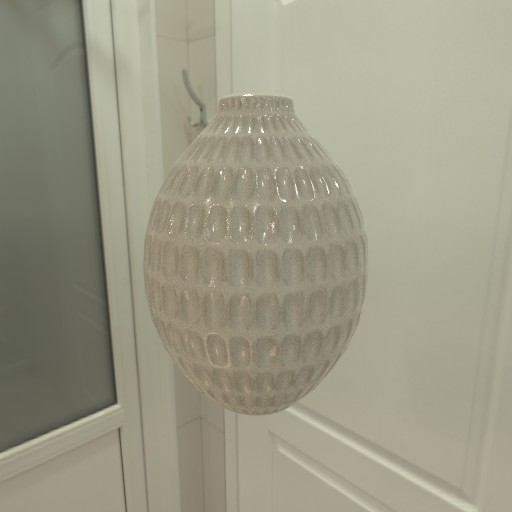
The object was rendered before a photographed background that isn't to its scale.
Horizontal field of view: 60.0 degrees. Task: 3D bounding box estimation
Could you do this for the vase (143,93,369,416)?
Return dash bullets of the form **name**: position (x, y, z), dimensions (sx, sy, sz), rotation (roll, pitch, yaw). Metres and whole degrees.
- **vase**: position (0.000, 0.000, 0.327), dimensions (0.162, 0.223, 0.162), rotation (0, 14, 0)
